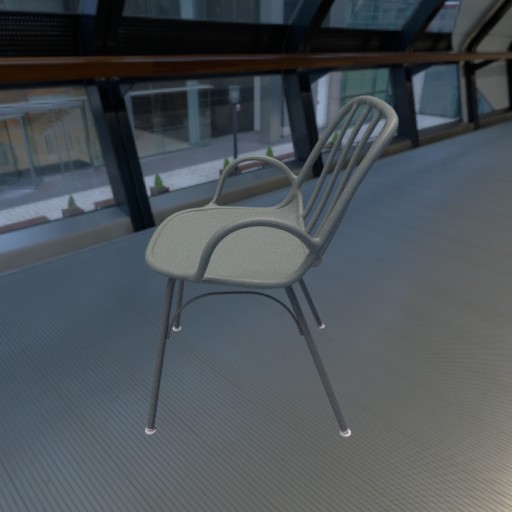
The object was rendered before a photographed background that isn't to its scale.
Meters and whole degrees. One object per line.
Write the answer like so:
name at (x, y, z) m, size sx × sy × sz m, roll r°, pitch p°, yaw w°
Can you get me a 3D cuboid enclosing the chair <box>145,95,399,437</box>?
chair at (0.000, 0.000, 1.215) m, size 0.597 × 0.816 × 0.549 m, roll 0°, pitch 26°, yaw 0°
